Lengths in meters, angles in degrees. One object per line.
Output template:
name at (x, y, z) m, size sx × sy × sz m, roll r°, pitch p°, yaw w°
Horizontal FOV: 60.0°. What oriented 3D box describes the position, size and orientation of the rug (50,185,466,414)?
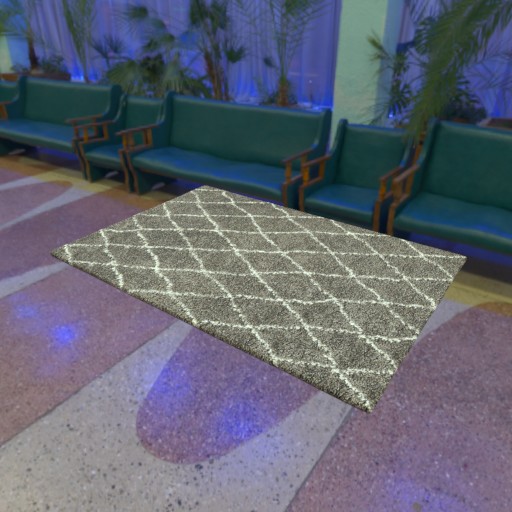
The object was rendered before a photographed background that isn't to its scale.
rug at (0.000, 0.000, 2.285) m, size 1.778 × 0.030 × 1.219 m, roll 19°, pitch 35°, yaw 31°
